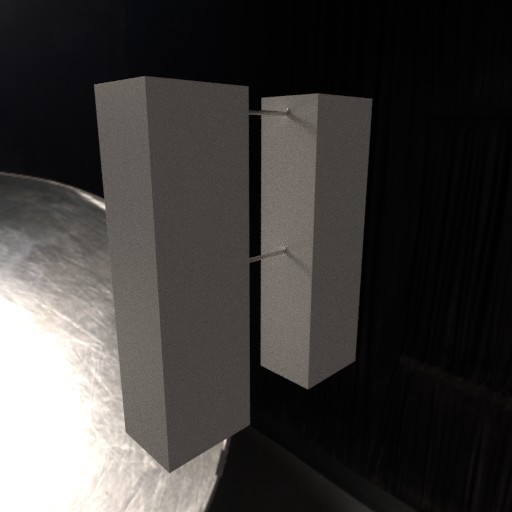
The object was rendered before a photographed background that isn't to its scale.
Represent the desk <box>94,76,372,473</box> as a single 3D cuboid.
[{"bbox_3d":[0.000,0.000,2.889,1.770,2.000,0.480,-14,21,-42],"label":"desk"}]
